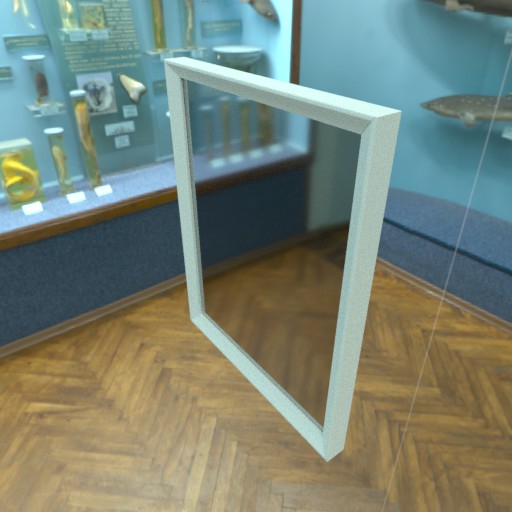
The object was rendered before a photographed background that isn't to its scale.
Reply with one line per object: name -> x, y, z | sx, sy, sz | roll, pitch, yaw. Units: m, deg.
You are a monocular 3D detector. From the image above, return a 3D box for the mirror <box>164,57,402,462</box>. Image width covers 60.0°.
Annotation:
mirror -> 0.000, 0.000, 0.673 | 0.041, 0.509, 0.406 | -22, 38, -31
